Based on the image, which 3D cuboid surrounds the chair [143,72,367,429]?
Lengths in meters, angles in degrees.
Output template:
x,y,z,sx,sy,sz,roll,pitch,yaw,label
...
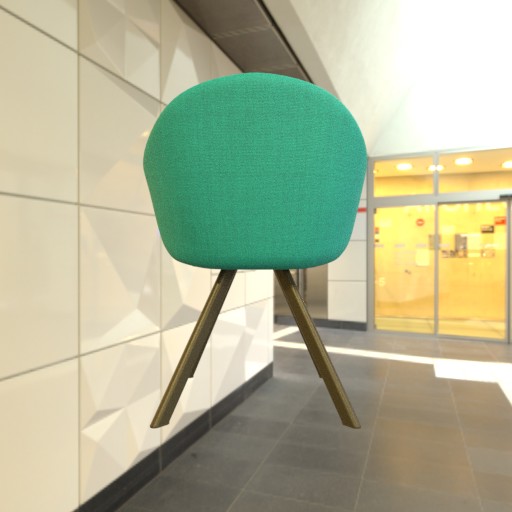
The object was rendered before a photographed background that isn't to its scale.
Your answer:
x,y,z,sx,sy,sz,roll,pitch,yaw,label
0.000,0.000,1.203,0.590,0.795,0.550,0,0,0,chair
